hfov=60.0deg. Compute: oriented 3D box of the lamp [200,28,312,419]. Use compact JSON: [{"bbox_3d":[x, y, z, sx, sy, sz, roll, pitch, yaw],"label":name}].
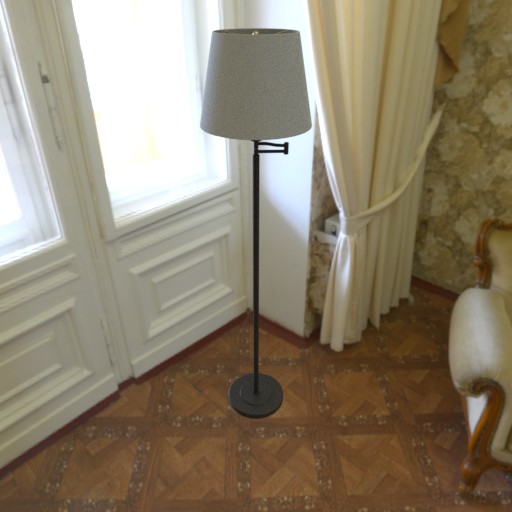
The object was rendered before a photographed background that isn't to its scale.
[{"bbox_3d":[0.000,0.000,1.624,0.348,1.473,0.348,-1,31,-2],"label":"lamp"}]
